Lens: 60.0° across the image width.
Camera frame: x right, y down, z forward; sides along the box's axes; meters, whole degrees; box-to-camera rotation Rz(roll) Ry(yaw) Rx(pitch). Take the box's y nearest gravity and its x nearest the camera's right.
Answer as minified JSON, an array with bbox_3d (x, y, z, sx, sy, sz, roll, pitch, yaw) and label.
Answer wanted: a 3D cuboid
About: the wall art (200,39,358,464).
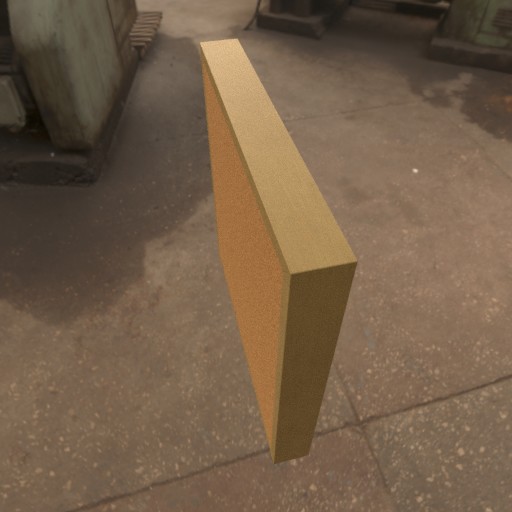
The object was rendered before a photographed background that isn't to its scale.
[{"bbox_3d":[0.000,0.000,0.448,0.038,0.305,0.305,-10,48,-9],"label":"wall art"}]
